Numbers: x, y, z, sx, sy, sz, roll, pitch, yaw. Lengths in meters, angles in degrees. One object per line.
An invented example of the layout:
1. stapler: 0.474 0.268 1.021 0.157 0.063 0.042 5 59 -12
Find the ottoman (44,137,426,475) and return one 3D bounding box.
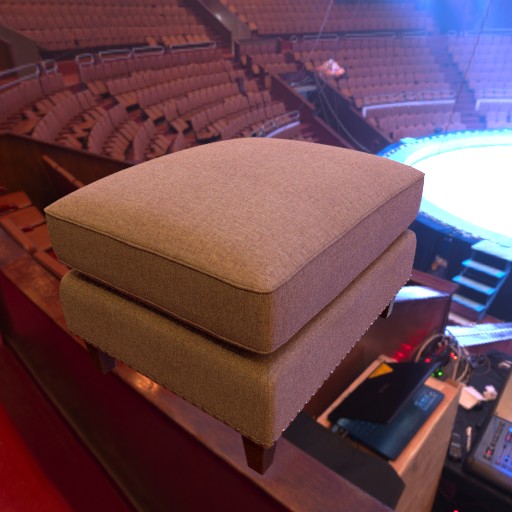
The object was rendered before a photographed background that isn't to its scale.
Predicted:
1. ottoman: 0.000 0.000 1.105 0.584 0.513 0.741 18 32 31
